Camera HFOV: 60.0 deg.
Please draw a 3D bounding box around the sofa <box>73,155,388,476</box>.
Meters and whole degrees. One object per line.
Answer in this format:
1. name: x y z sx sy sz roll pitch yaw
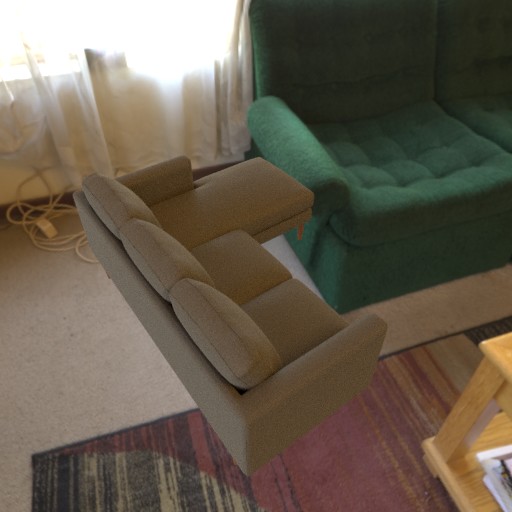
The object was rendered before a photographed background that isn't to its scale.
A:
1. sofa: 0.000 0.000 2.880 1.591 0.897 2.031 -26 49 -26
